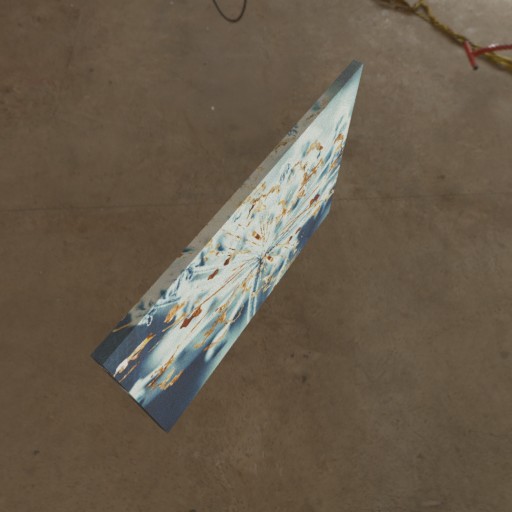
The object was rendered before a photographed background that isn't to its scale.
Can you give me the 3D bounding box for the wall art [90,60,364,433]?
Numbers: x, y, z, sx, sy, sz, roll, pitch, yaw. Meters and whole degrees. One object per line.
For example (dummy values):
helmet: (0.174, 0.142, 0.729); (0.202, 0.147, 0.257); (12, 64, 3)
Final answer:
wall art: (0.000, 0.000, 1.448); (0.035, 0.759, 1.138); (30, 63, 17)
